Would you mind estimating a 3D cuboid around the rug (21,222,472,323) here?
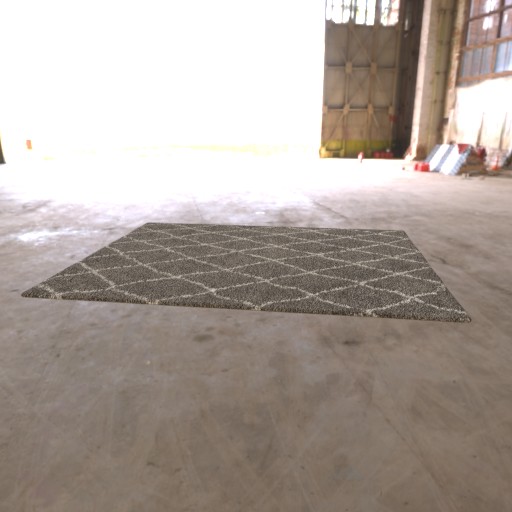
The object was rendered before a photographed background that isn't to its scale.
[{"bbox_3d":[0.000,0.000,4.088,3.047,0.029,2.438,2,17,8],"label":"rug"}]
